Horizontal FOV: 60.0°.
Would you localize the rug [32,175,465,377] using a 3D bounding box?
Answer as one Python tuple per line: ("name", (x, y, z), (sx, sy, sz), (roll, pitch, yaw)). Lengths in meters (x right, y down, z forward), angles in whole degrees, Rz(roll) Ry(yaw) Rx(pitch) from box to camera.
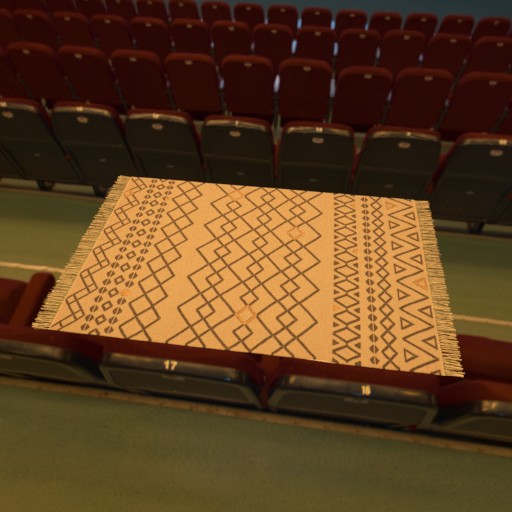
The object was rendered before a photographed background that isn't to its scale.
("rug", (0.000, 0.000, 2.441), (2.023, 0.028, 1.224), (6, 47, 5))
